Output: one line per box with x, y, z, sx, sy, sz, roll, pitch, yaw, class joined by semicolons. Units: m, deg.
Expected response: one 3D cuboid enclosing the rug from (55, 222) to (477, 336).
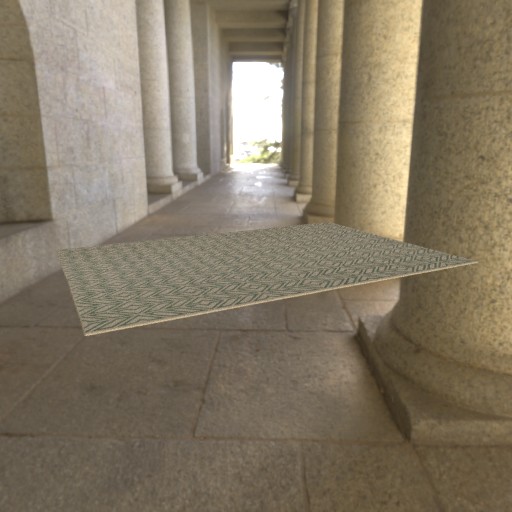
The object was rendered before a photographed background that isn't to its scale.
0.000;0.000;2.297;1.828;0.007;1.220;-8;17;-27;rug
